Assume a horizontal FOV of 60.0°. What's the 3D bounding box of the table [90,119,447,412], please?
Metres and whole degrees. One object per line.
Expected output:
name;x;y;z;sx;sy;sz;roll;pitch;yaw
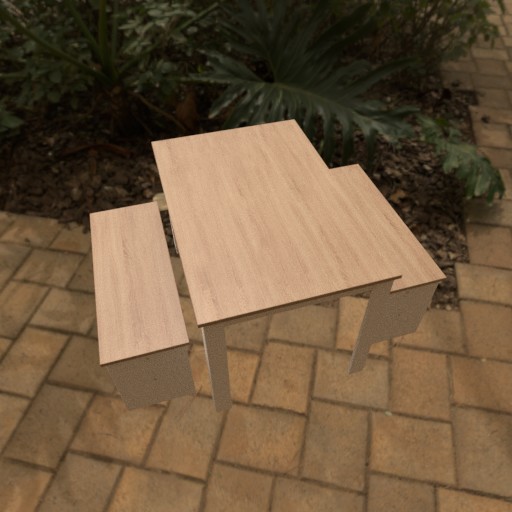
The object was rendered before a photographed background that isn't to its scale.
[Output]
table;0.000;0.000;2.094;1.443;0.700;1.100;-12;48;-11
